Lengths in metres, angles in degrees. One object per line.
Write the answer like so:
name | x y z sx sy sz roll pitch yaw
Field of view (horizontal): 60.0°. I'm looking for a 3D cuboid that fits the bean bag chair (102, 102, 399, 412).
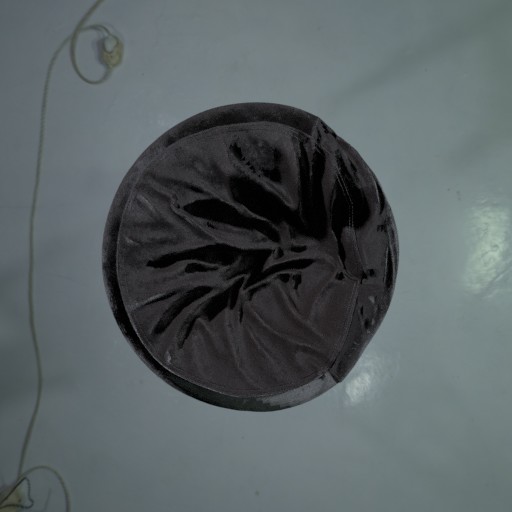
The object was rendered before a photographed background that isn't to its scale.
bean bag chair | 0.000 0.000 1.470 0.918 0.605 0.918 0 91 0
